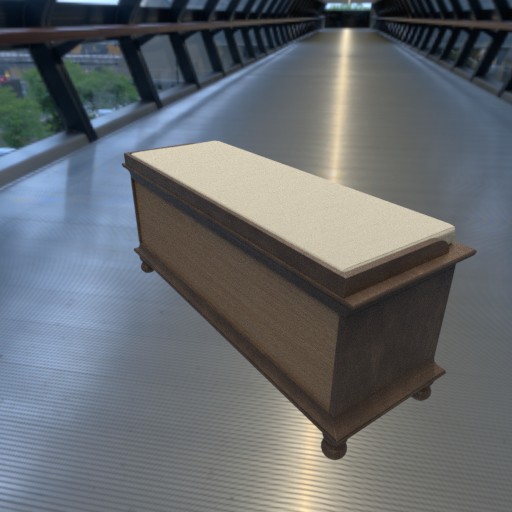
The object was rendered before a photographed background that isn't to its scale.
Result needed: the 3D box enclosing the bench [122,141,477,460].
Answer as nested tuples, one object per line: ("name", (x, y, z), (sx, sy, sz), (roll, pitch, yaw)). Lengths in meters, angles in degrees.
("bench", (0.000, 0.000, 1.433), (0.402, 0.501, 1.185), (-18, 32, -31))
